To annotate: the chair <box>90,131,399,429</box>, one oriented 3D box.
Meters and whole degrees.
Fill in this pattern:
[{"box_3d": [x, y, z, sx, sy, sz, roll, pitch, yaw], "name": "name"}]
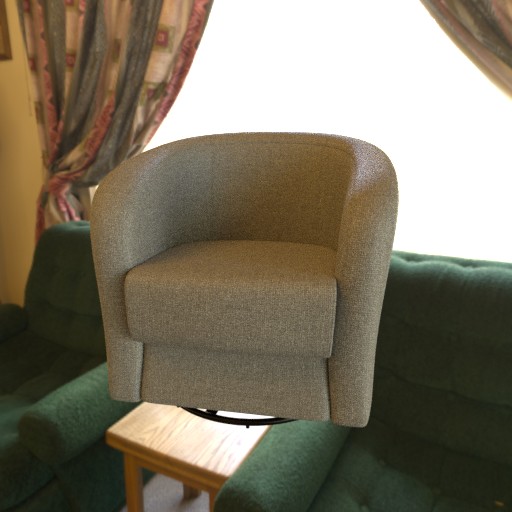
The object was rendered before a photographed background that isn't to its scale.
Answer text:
[{"box_3d": [0.000, 0.000, 1.395, 0.791, 0.771, 0.815, 3, 15, 10], "name": "chair"}]
